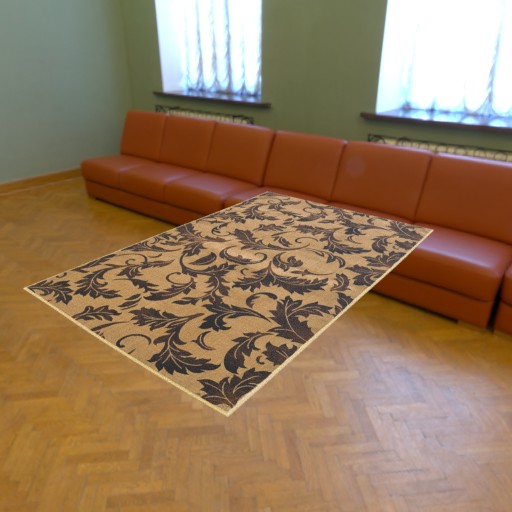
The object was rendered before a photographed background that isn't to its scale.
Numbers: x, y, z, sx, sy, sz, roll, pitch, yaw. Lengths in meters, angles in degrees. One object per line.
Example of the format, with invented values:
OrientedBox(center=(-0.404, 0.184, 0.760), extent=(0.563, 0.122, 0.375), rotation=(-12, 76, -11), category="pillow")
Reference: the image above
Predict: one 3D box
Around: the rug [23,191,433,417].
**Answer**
OrientedBox(center=(0.000, 0.000, 2.837), extent=(1.522, 0.008, 2.284), rotation=(19, 31, 34), category="rug")
